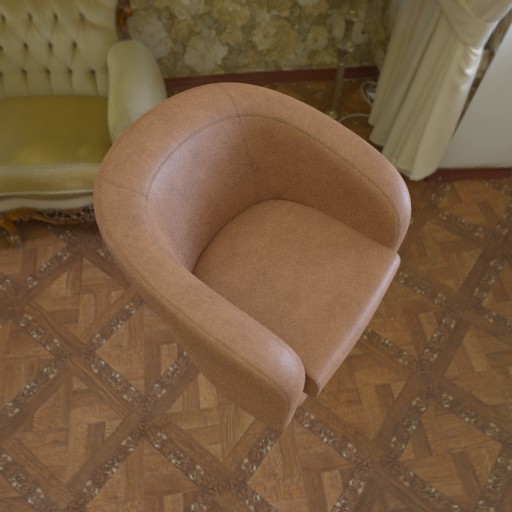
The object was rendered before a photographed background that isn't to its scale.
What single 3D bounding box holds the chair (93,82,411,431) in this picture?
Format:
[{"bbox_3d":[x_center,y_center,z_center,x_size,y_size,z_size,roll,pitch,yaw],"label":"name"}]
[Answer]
[{"bbox_3d":[0.000,0.000,1.445,0.815,0.771,0.791,31,63,18],"label":"chair"}]
